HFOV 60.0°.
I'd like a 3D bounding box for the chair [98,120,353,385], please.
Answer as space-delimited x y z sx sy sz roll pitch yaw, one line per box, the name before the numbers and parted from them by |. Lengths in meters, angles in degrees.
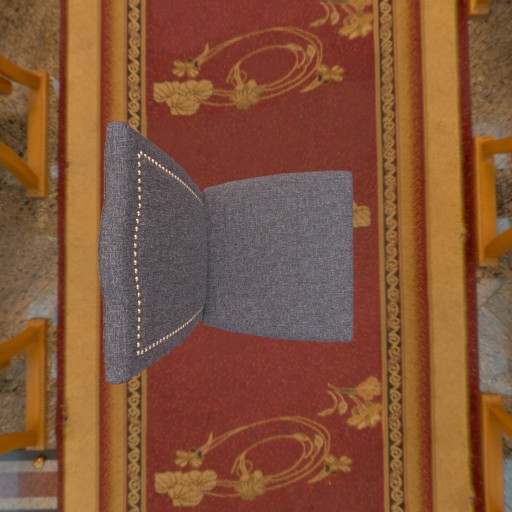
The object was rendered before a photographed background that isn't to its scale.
chair | 0.000 0.000 1.269 0.589 0.946 0.518 0 89 1
